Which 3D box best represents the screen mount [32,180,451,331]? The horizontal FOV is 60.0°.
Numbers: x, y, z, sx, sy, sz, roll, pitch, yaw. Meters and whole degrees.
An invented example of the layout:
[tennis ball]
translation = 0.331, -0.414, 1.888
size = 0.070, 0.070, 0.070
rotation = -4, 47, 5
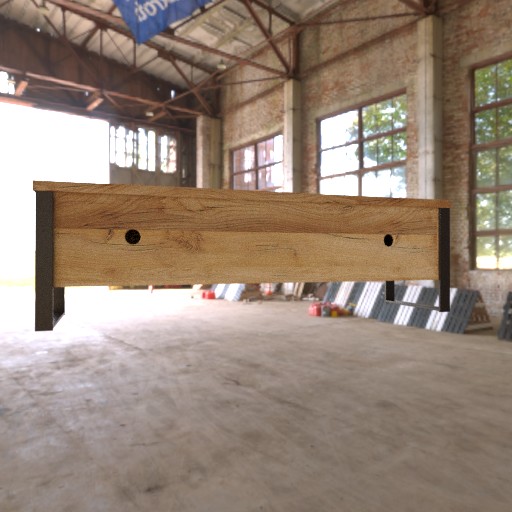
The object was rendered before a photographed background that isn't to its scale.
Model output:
[screen mount]
translation = 0.000, 0.000, 1.736
size = 1.524, 0.450, 0.395
rotation = 0, 0, -18
